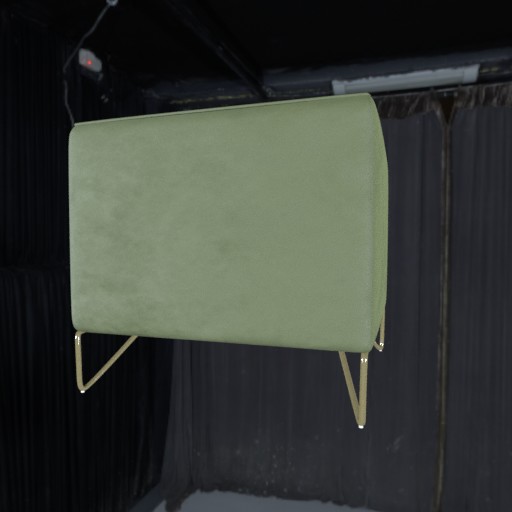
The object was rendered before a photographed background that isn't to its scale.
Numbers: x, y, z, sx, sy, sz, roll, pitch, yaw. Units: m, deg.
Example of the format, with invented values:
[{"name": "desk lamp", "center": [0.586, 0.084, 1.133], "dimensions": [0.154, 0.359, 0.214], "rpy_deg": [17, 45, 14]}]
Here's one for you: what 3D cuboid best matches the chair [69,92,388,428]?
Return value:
[{"name": "chair", "center": [0.000, 0.000, 1.565], "dimensions": [0.880, 0.790, 0.894], "rpy_deg": [1, 2, 18]}]
